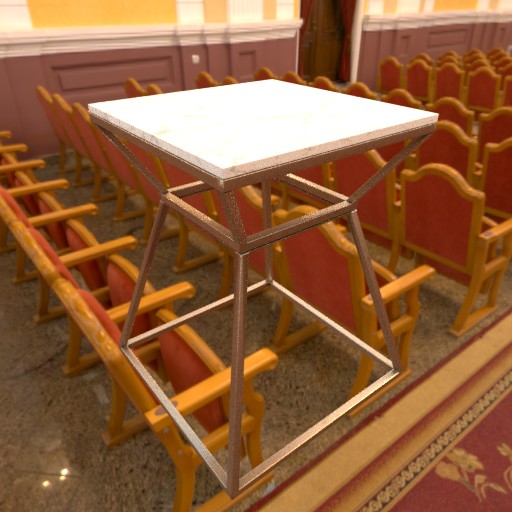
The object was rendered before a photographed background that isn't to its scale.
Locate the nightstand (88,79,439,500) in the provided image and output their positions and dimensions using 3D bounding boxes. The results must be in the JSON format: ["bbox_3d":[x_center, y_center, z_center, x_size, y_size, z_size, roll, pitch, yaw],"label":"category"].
[{"bbox_3d":[0.000,0.000,0.858,0.455,0.554,0.455,-22,37,-32],"label":"nightstand"}]
